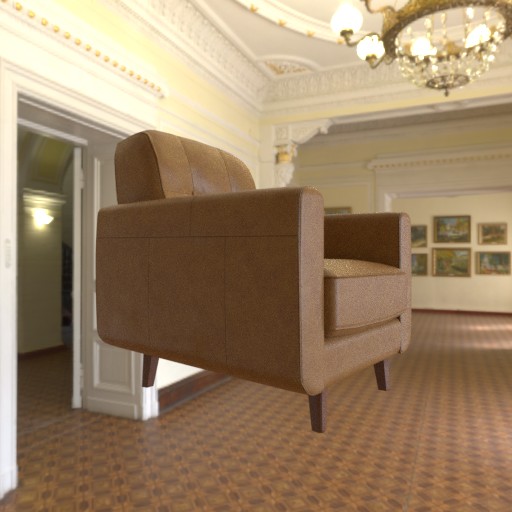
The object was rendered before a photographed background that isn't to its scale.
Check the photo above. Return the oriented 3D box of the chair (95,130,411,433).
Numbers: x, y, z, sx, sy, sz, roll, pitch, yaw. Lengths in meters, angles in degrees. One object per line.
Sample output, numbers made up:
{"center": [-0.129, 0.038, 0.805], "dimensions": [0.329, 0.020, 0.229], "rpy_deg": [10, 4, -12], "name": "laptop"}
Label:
{"center": [0.000, 0.000, 1.654], "dimensions": [0.942, 0.968, 0.845], "rpy_deg": [-1, -1, 37], "name": "chair"}
